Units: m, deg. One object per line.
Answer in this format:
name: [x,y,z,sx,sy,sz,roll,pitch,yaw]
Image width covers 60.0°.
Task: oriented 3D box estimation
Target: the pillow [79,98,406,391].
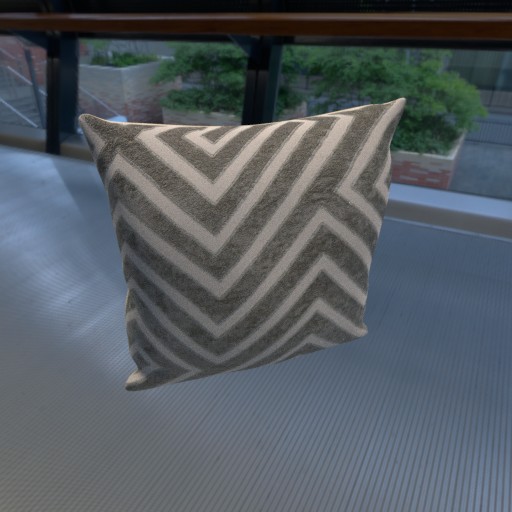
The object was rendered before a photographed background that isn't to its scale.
pillow: [0.000,0.000,0.661,0.440,0.441,0.182,-9,32,-15]
